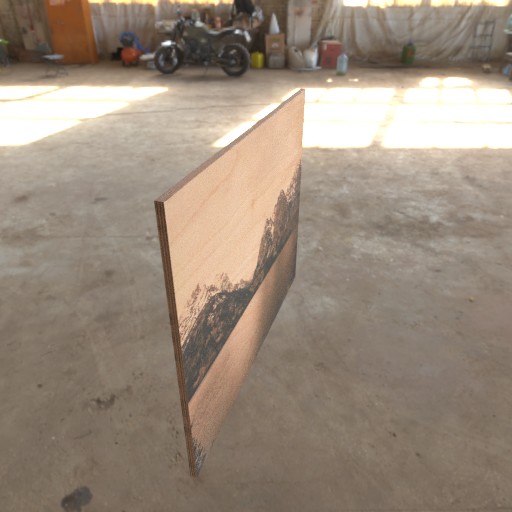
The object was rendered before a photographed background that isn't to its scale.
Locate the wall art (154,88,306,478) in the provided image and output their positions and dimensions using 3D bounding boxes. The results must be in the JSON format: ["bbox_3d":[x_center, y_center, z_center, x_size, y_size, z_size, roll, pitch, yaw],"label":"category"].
[{"bbox_3d":[0.000,0.000,0.697,0.010,0.408,0.508,11,33,16],"label":"wall art"}]
